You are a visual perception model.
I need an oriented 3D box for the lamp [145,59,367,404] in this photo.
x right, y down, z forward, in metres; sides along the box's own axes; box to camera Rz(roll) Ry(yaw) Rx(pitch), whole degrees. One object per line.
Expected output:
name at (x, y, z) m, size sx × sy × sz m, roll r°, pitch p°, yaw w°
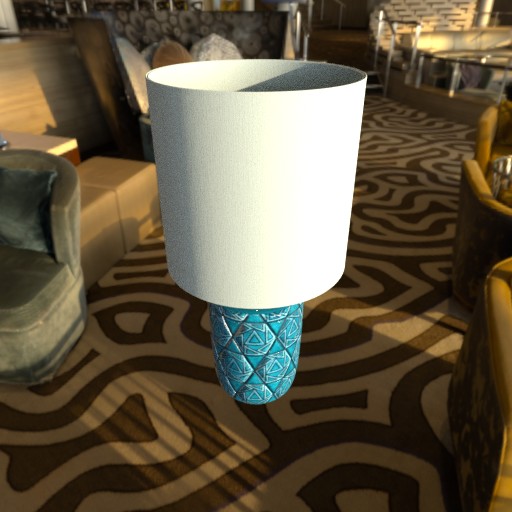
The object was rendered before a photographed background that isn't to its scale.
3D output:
lamp at (0.000, 0.000, 0.488) m, size 0.193 × 0.377 × 0.193 m, roll 0°, pitch 30°, yaw 1°
